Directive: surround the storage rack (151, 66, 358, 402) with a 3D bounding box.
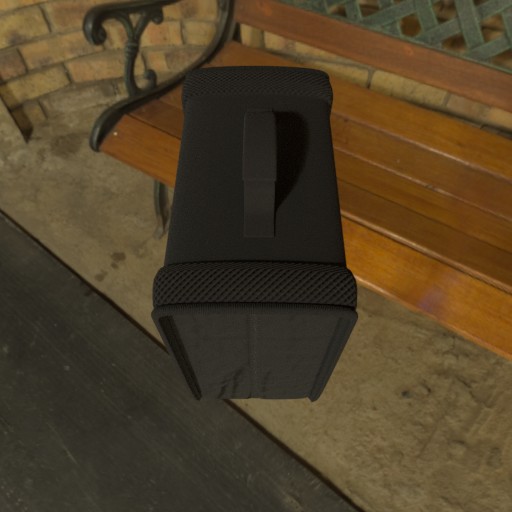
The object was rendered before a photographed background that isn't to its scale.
[{"bbox_3d":[0.000,0.000,0.548,0.168,0.387,0.297,0,58,0],"label":"storage rack"}]
